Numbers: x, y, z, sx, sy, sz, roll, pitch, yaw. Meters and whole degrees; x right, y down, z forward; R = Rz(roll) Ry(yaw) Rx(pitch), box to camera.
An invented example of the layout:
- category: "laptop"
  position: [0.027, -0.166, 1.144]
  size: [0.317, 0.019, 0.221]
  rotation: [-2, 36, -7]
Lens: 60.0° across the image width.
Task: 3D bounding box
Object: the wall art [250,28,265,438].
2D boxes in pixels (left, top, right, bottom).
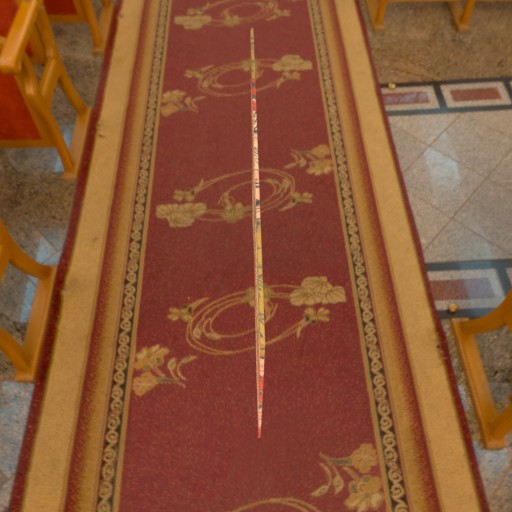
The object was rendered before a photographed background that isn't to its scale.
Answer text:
- category: "wall art"
  position: [0.000, 0.000, 2.297]
  size: [0.013, 1.534, 1.519]
  rotation: [-1, 59, -1]
